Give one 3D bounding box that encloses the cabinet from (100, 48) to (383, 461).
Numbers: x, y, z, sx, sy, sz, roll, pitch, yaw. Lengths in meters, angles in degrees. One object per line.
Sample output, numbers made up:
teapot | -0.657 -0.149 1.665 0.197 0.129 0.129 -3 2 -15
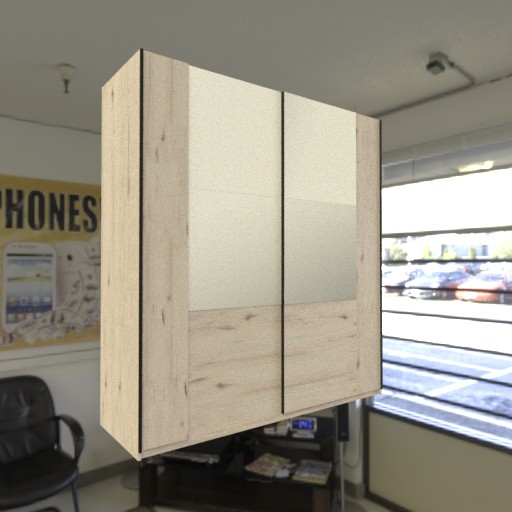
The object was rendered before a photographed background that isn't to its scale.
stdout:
cabinet | 0.000 0.000 3.191 2.000 2.180 0.660 1 -1 -36
